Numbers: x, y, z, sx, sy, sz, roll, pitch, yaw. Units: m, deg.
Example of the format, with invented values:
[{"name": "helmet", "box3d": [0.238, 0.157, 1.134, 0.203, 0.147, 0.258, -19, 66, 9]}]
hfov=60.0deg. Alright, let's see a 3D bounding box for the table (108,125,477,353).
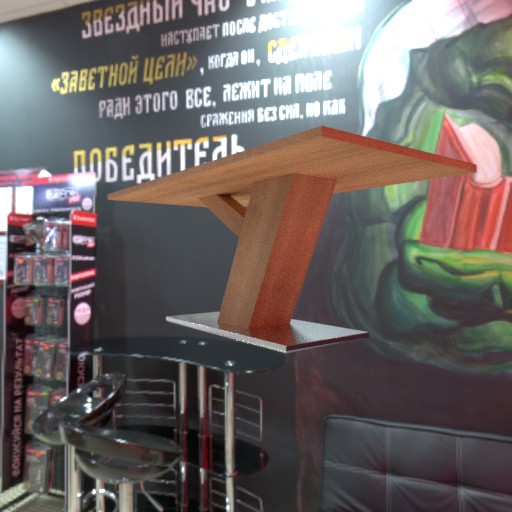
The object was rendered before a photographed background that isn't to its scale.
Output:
[{"name": "table", "box3d": [0.000, 0.000, 2.258, 0.900, 0.750, 1.800, 0, 0, -37]}]
